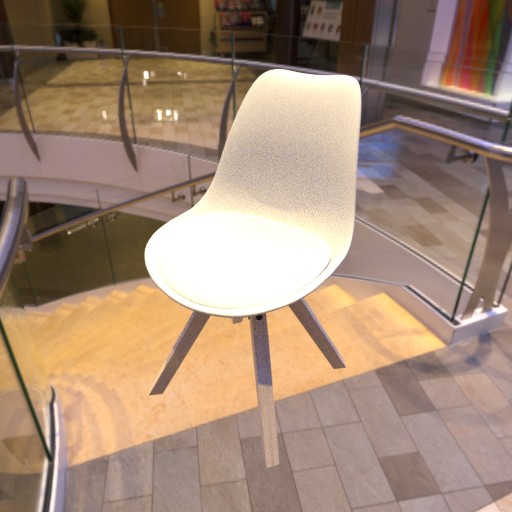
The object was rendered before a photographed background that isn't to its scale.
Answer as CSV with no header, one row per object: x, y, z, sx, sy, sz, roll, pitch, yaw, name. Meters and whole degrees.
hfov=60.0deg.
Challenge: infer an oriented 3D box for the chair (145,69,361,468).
0.000,0.000,1.178,0.485,0.850,0.550,19,35,29,chair
